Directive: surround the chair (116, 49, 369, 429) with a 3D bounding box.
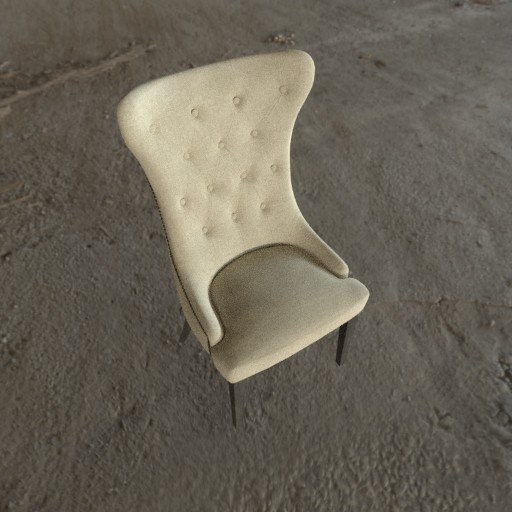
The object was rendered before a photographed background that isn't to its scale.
[{"bbox_3d":[0.000,0.000,1.427,0.584,1.065,0.590,-24,51,-22],"label":"chair"}]
